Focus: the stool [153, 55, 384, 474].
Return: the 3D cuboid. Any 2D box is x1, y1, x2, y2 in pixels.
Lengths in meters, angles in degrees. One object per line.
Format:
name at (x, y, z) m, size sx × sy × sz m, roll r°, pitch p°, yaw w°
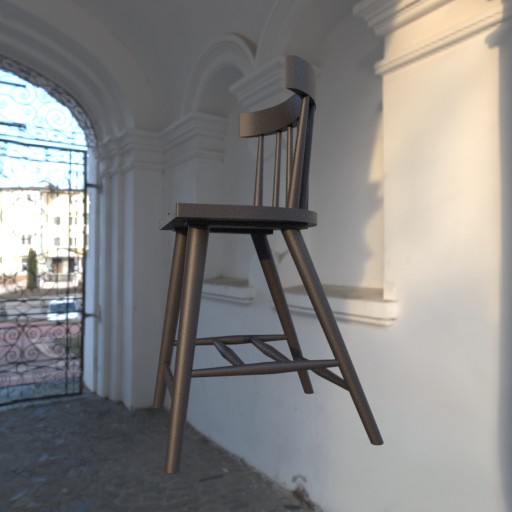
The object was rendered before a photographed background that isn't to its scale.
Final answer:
stool at (0.000, 0.000, 1.264) m, size 0.549 × 0.953 × 0.494 m, roll 0°, pitch 0°, yaw -16°
